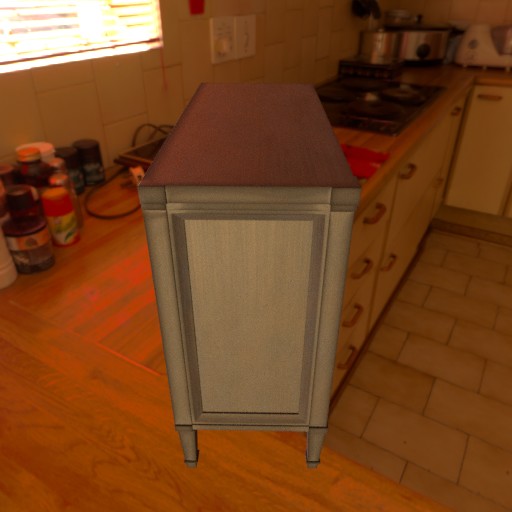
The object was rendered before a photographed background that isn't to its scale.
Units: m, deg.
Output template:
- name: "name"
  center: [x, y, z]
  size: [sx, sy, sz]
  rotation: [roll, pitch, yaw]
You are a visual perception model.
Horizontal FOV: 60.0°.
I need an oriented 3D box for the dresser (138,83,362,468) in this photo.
- name: "dresser"
  center: [0.000, 0.000, 1.601]
  size: [0.463, 0.986, 1.049]
  rotation: [1, 32, 1]
